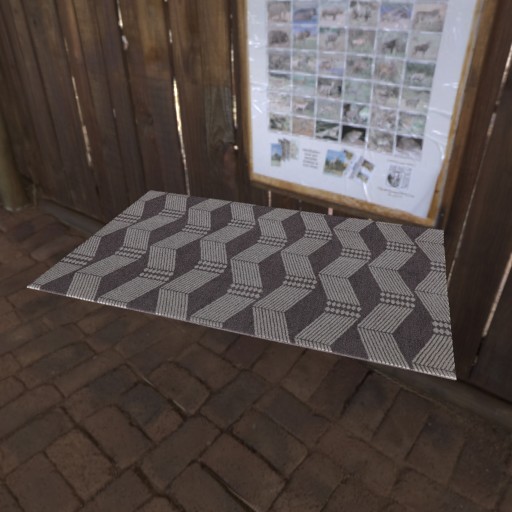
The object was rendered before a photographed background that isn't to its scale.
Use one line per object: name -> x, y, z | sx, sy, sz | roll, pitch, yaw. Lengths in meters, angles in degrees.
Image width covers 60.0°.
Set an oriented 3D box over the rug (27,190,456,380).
rug -> 0.000, 0.000, 2.989 | 2.435, 0.011, 1.517 | 9, 33, 15
